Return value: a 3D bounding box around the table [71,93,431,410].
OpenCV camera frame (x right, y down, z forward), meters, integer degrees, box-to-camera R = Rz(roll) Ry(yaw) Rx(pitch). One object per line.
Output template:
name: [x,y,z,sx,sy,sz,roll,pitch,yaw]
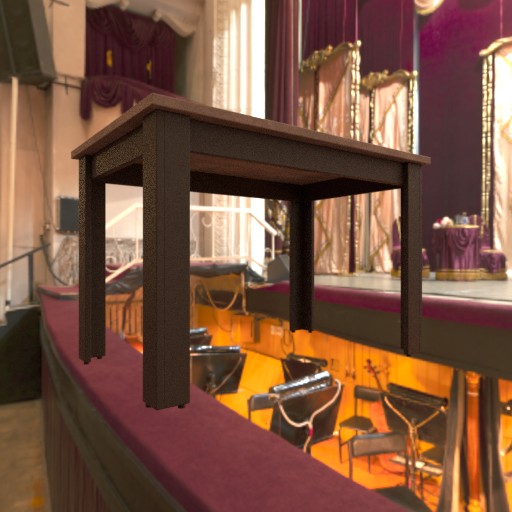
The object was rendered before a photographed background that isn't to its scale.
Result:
table: [0.000,0.000,1.603,1.100,0.734,0.700,0,0,-37]
